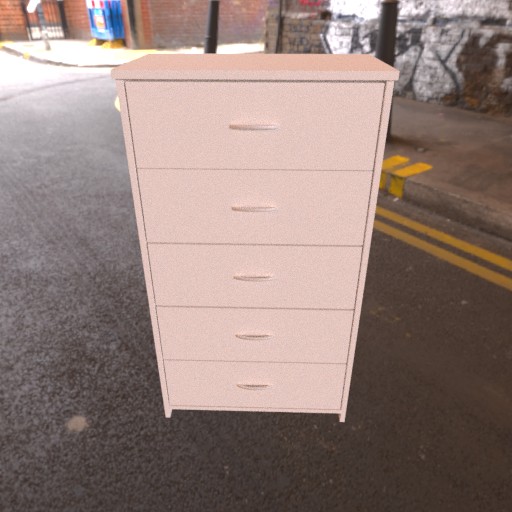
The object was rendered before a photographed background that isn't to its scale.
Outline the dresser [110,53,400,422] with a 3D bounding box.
[{"bbox_3d":[0.000,0.000,1.550,0.704,1.255,0.399,1,30,2],"label":"dresser"}]
